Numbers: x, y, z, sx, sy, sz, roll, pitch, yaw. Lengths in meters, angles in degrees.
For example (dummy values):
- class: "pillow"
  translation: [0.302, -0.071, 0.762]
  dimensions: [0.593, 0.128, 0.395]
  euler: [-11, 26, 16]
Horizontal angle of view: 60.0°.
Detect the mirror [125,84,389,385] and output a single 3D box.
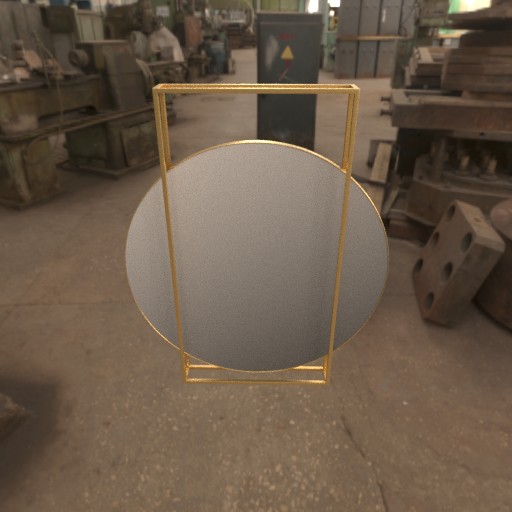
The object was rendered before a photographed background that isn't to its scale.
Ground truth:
- class: "mirror"
  translation: [0.000, 0.000, 0.836]
  dimensions: [0.508, 0.603, 0.051]
  euler: [1, 28, 1]
